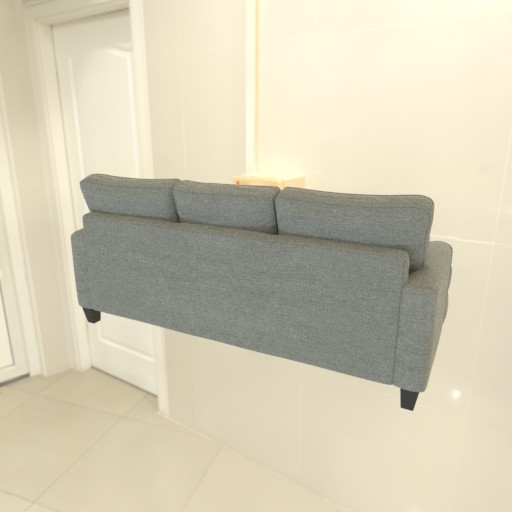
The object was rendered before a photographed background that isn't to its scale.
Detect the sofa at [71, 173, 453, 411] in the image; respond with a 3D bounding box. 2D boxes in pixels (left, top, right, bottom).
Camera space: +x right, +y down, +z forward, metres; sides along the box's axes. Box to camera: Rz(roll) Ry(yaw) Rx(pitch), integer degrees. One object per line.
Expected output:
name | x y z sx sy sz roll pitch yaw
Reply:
sofa | 0.000 0.000 2.691 2.158 0.965 0.951 8 19 26
